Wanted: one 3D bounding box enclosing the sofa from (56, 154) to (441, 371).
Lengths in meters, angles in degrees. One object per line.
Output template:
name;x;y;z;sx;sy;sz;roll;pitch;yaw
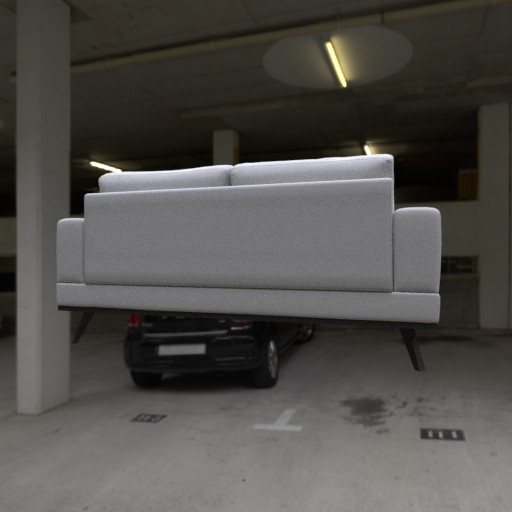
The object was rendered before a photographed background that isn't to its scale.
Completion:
sofa;0.000;0.000;2.208;1.650;0.810;0.920;0;0;19
